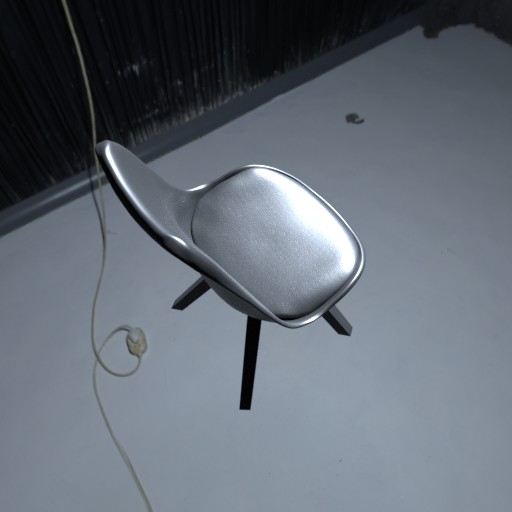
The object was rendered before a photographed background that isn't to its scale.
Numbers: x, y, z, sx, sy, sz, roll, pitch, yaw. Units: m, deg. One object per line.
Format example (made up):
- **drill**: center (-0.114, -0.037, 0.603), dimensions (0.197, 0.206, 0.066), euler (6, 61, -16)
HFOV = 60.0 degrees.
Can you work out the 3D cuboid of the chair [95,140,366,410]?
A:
- **chair**: center (0.000, 0.000, 1.148), dimensions (0.530, 0.850, 0.485), euler (-31, 63, -18)
